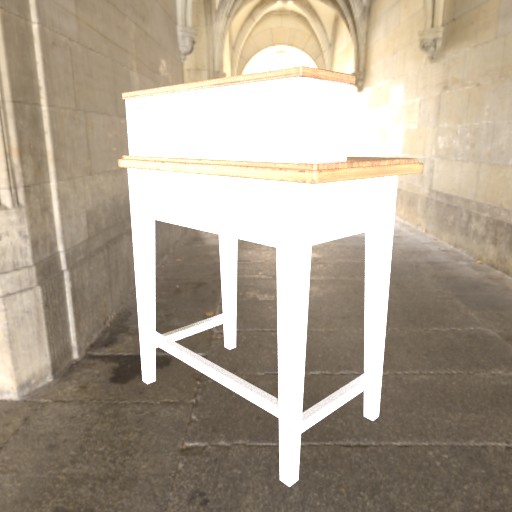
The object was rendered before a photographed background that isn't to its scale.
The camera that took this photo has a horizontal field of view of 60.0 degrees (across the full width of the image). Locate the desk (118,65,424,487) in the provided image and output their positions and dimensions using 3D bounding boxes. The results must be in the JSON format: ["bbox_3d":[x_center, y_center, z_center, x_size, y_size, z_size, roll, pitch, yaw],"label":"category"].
[{"bbox_3d":[0.000,0.000,1.387,0.462,0.981,0.814,-14,20,-42],"label":"desk"}]
